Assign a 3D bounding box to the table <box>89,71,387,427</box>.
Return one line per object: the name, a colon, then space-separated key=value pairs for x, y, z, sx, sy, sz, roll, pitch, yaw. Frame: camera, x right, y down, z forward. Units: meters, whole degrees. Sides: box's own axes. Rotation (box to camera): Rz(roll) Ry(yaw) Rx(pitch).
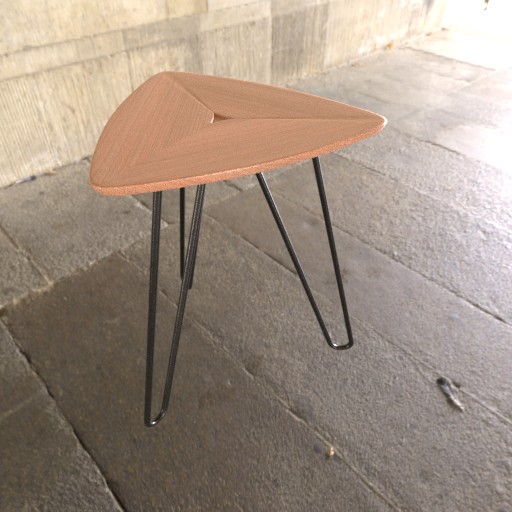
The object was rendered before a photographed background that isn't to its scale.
table: x=0.000 y=0.000 z=0.870 sx=0.455 sy=0.564 sz=0.442 roll=1 pitch=40 yaw=2
